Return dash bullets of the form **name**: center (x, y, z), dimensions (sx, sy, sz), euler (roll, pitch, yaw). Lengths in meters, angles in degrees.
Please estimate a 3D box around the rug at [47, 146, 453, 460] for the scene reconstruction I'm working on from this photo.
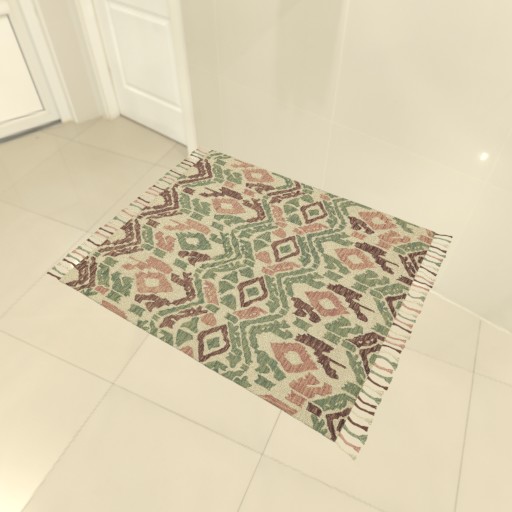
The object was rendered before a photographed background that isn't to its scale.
- **rug**: center (0.000, 0.000, 4.154), dimensions (3.048, 0.010, 2.438), euler (24, 52, 21)
